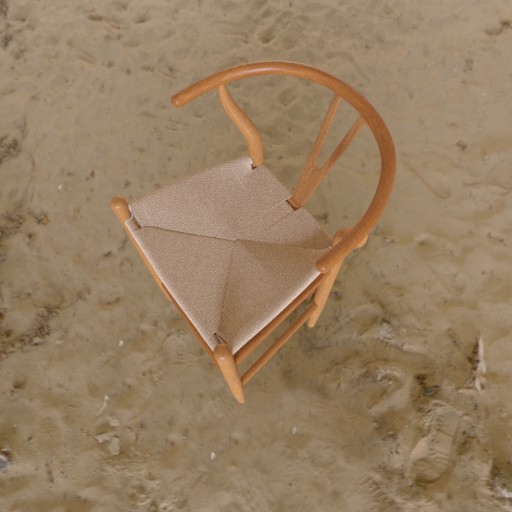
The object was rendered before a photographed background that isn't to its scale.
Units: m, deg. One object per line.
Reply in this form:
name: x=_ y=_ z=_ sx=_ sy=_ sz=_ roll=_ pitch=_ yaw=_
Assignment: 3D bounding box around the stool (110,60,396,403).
stool: x=0.000 y=0.000 z=1.346 sx=0.579 sy=0.970 sz=0.569 roll=-33 pitch=68 yaw=-15
